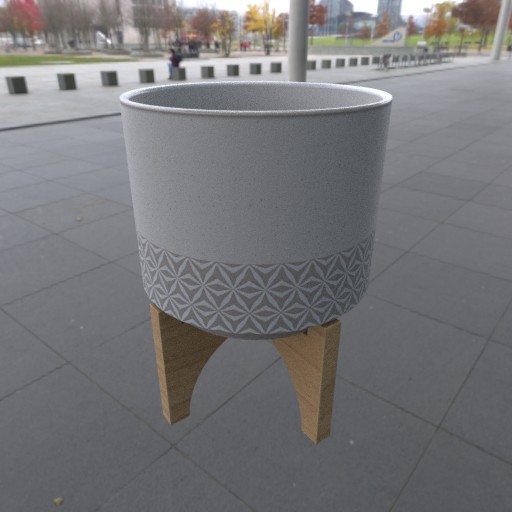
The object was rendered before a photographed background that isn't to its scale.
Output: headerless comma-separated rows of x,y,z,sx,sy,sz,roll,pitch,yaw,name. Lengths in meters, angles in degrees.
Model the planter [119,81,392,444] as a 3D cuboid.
0.000,0.000,0.373,0.188,0.260,0.188,0,26,0,planter
